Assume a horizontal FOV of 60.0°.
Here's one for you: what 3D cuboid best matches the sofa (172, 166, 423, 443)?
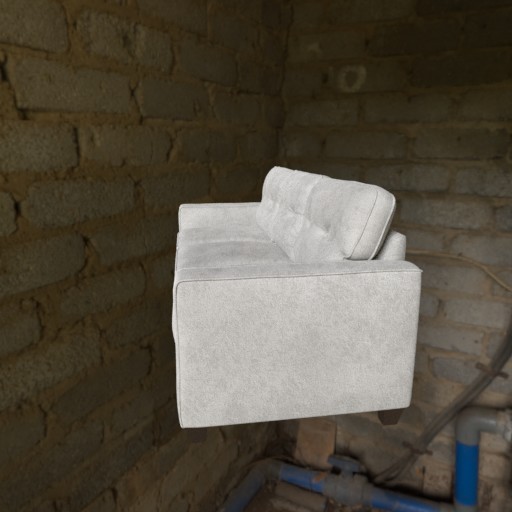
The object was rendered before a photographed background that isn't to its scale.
[{"bbox_3d":[0.000,0.000,2.608,0.939,0.965,2.133,-2,14,-9],"label":"sofa"}]
